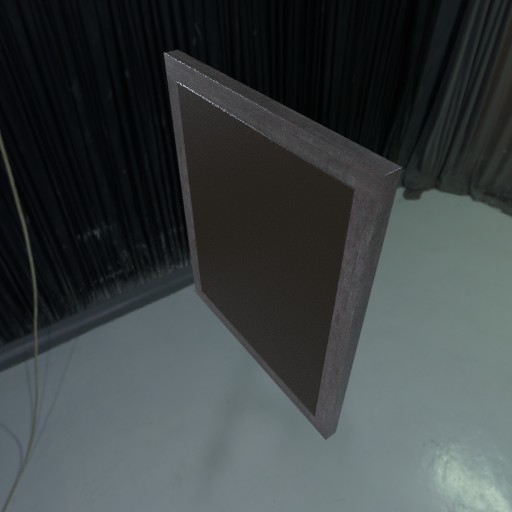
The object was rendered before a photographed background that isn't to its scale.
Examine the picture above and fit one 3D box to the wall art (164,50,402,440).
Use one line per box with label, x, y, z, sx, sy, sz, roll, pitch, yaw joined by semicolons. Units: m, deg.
wall art;0.000;0.000;0.796;0.027;0.580;0.479;-26;48;-26
